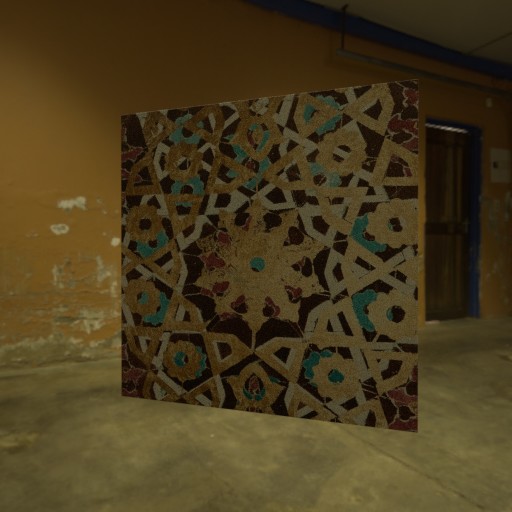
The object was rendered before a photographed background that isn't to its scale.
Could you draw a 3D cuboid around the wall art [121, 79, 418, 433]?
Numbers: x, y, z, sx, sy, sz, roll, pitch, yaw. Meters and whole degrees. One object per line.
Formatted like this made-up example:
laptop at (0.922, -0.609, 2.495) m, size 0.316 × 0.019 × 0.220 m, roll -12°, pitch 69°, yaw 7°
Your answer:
wall art at (0.000, 0.000, 0.887) m, size 0.609 × 0.613 × 0.041 m, roll 0°, pitch 0°, yaw 19°
